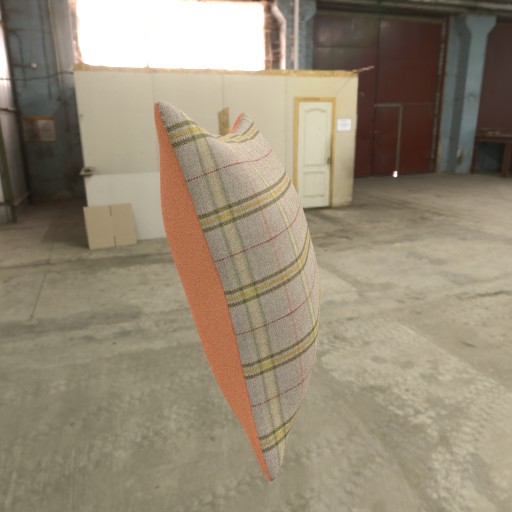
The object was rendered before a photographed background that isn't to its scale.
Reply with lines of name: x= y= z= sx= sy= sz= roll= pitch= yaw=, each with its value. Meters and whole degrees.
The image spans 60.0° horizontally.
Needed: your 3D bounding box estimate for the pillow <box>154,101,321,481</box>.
pillow: x=0.000 y=0.000 z=0.677 sx=0.200 sy=0.430 sz=0.453 roll=3 pitch=17 yaw=9
